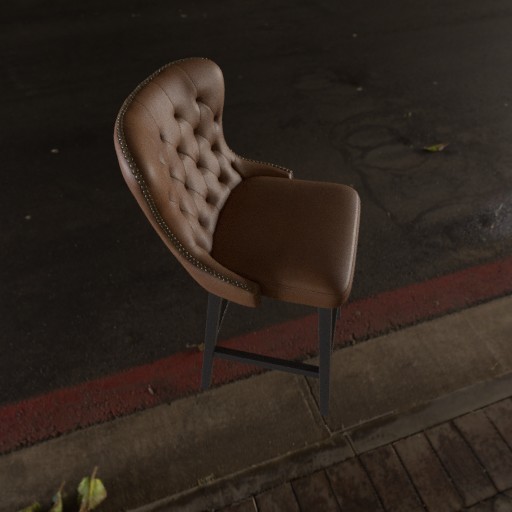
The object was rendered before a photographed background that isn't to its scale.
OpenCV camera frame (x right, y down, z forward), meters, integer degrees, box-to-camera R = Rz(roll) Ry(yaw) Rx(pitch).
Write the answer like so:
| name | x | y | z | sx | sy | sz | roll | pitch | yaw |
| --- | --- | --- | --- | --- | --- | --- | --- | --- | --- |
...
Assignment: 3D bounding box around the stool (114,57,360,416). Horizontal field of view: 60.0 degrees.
| name | x | y | z | sx | sy | sz | roll | pitch | yaw |
| --- | --- | --- | --- | --- | --- | --- | --- | --- | --- |
| stool | 0.000 | 0.000 | 1.314 | 0.593 | 0.971 | 0.528 | 9 | 47 | 9 |
